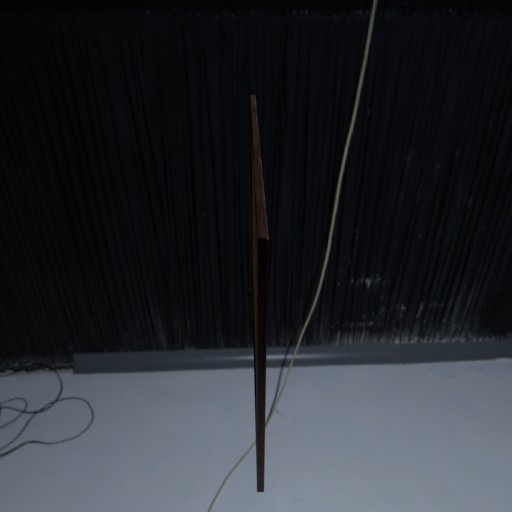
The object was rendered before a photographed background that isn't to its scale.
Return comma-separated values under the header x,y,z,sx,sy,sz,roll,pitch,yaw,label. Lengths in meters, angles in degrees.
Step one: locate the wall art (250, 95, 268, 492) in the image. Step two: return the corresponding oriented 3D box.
x,y,z,sx,sy,sz,roll,pitch,yaw,label
0.000,0.000,1.048,0.014,0.559,0.816,-1,32,-1,wall art
